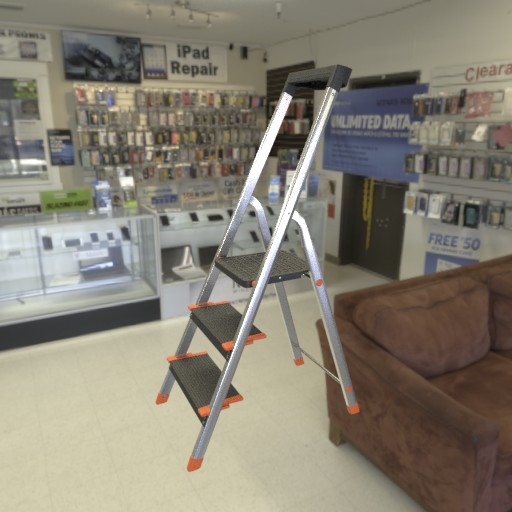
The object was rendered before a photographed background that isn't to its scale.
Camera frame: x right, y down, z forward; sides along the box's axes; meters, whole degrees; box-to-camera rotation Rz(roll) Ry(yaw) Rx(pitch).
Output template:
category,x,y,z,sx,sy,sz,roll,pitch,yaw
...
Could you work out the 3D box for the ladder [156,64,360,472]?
category,x,y,z,sx,sy,sz,roll,pitch,yaw
ladder,0.000,0.000,1.548,0.686,1.229,0.416,-8,19,-25
